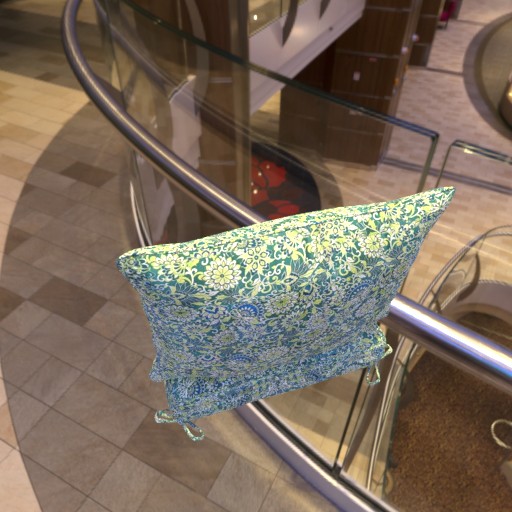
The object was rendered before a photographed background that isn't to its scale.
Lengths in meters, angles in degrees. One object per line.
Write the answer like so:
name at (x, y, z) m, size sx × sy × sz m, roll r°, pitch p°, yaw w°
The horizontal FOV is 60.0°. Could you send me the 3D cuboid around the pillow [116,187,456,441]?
pillow at (0.000, 0.000, 1.359) m, size 0.798 × 0.722 × 0.740 m, roll -13°, pitch 45°, yaw -13°
